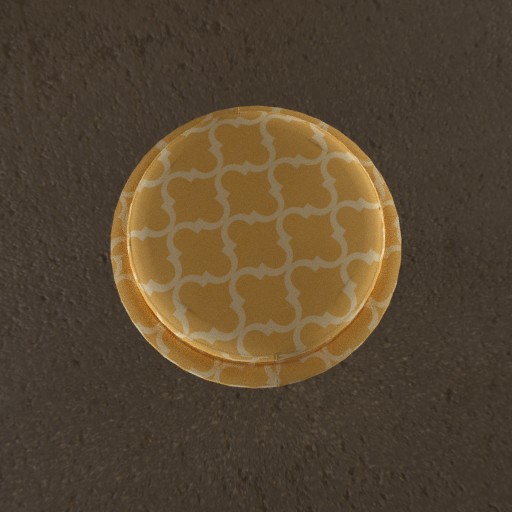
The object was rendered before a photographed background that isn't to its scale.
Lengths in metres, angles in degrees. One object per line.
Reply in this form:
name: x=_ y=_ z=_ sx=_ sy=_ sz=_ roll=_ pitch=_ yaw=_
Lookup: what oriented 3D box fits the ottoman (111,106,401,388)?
ottoman: x=0.000 y=0.000 z=0.857 sx=0.480 sy=0.429 sz=0.480 roll=0 pitch=77 yaw=0
